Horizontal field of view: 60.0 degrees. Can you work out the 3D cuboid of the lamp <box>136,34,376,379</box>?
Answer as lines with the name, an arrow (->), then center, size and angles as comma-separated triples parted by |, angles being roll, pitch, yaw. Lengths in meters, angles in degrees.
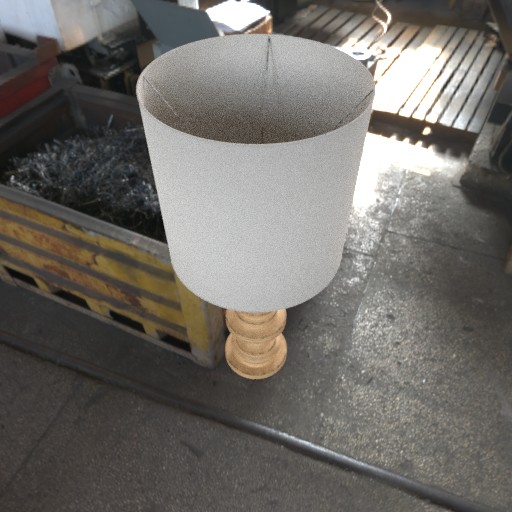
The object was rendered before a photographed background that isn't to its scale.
lamp -> 0.000, 0.000, 0.557 | 0.208, 0.455, 0.208 | -9, 48, -9
